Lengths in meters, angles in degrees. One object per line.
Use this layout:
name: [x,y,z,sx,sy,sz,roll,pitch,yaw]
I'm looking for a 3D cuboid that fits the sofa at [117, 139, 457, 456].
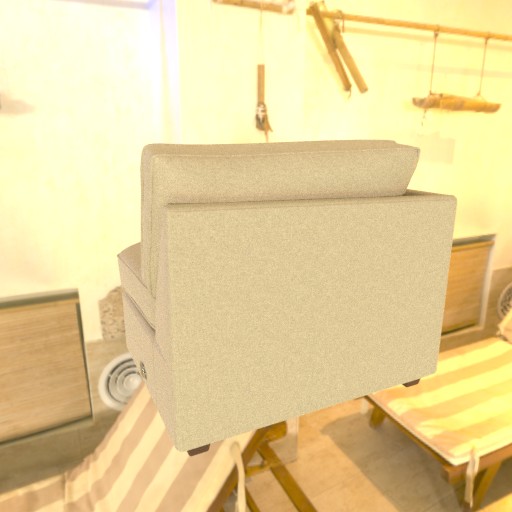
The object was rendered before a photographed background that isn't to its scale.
sofa: [0.000,0.000,1.826,1.042,0.937,1.050,-7,17,-25]
